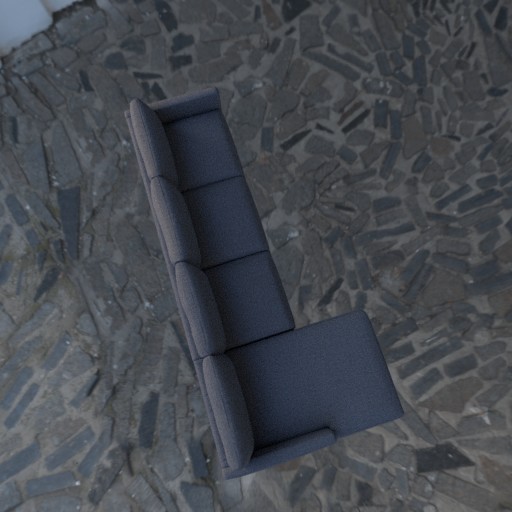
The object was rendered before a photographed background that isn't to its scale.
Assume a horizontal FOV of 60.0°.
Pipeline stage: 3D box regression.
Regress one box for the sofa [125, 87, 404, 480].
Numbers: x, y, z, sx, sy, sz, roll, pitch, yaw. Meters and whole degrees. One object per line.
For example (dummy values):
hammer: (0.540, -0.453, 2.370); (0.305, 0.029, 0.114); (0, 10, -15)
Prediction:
sofa: (0.000, 0.000, 2.903); (1.125, 0.673, 2.445); (-17, 75, -5)
